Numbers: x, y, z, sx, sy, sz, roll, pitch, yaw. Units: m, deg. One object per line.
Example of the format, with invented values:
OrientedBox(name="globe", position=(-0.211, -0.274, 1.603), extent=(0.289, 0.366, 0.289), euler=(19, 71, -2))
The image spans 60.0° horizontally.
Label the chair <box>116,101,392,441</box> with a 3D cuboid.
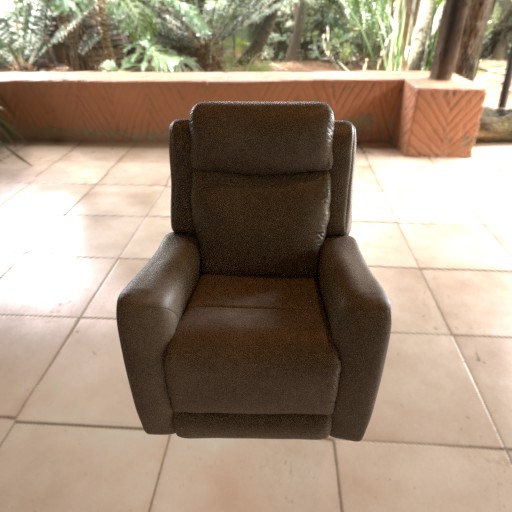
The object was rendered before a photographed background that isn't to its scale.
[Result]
OrientedBox(name="chair", position=(0.000, 0.000, 1.913), extent=(0.967, 1.116, 1.068), euler=(1, 30, 2))
